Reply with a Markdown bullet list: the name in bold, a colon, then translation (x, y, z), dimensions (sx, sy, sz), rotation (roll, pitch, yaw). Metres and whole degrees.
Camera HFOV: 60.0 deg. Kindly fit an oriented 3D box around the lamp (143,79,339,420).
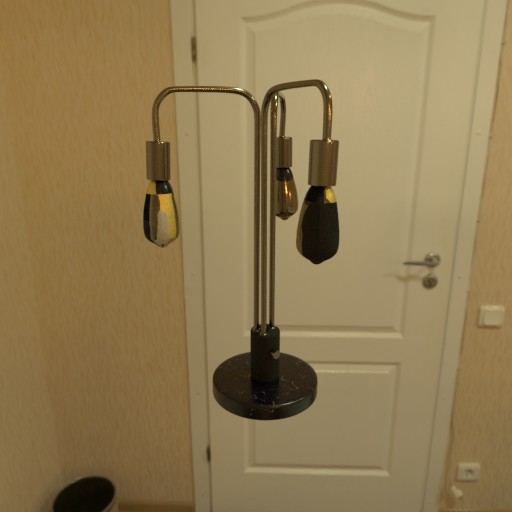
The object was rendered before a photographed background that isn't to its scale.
- **lamp**: translation (0.000, 0.000, 0.777), dimensions (0.355, 0.560, 0.368), rotation (-8, 18, -26)
